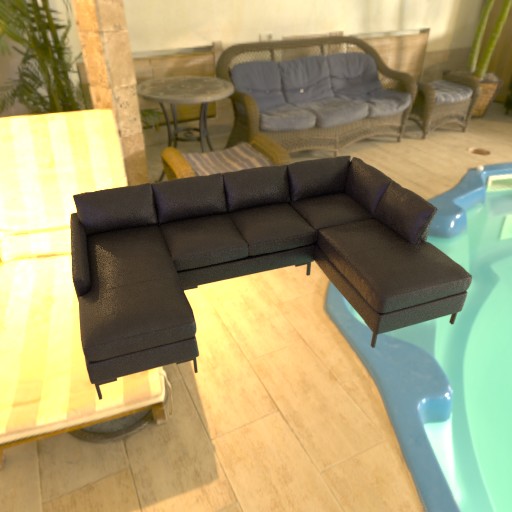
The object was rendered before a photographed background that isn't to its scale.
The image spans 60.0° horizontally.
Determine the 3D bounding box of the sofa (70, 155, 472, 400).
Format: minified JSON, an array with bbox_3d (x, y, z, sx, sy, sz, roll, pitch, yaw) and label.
[{"bbox_3d":[0.000,0.000,3.835,2.956,0.900,1.939,-11,35,-17],"label":"sofa"}]
